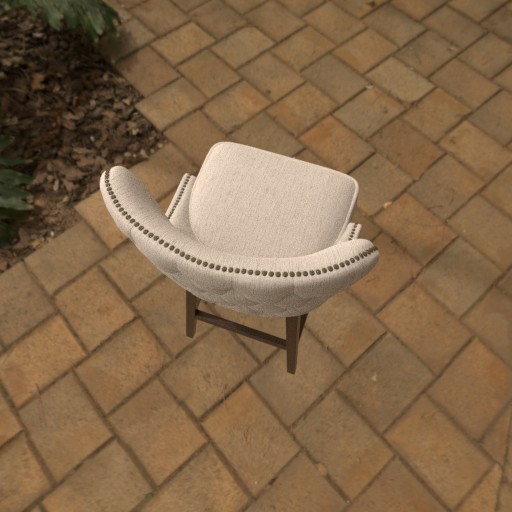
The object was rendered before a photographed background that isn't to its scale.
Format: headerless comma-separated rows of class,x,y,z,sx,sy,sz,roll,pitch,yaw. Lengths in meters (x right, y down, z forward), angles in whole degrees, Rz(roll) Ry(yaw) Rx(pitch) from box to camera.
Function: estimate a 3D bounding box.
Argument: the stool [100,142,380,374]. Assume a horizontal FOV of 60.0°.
stool,0.000,0.000,1.366,0.615,0.972,0.597,18,64,9
